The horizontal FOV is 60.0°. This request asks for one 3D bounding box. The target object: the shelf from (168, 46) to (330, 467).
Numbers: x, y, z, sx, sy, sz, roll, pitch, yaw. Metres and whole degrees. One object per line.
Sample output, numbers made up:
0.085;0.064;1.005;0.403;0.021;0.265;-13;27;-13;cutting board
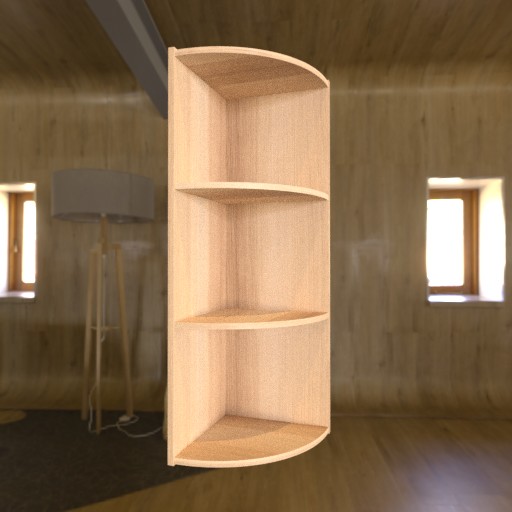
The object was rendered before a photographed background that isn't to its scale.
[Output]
0.000;0.000;1.016;0.290;0.872;0.290;0;0;19;shelf
